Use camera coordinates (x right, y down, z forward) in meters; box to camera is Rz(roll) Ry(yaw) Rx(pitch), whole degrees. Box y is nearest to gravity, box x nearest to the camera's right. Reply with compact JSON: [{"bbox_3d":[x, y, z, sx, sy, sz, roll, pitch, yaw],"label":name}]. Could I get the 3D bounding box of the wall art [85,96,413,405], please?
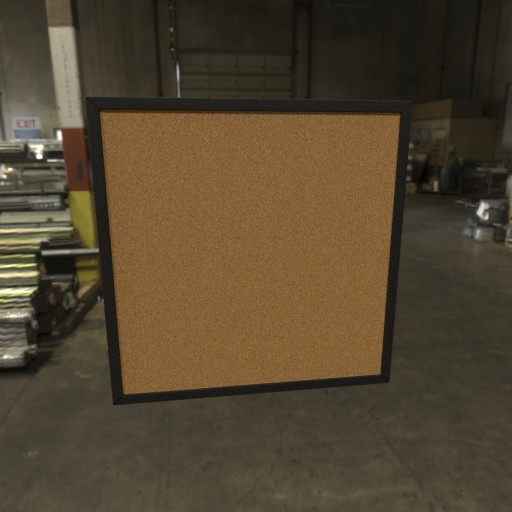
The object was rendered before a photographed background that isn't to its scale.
[{"bbox_3d":[0.000,0.000,0.760,0.508,0.508,0.037,-2,15,-8],"label":"wall art"}]
